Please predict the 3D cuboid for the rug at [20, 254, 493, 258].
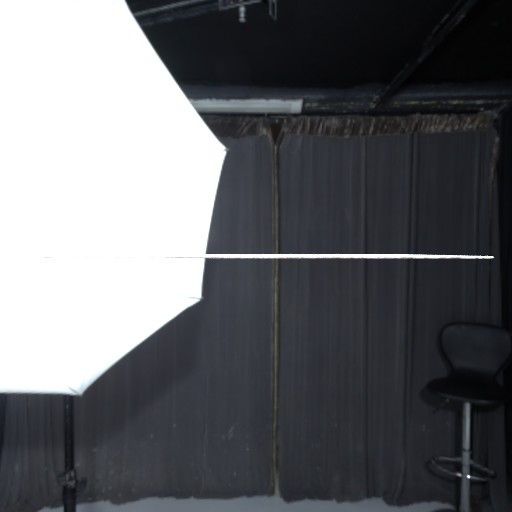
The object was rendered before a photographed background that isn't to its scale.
[{"bbox_3d":[0.000,0.000,3.031,2.440,0.010,1.528,0,1,0],"label":"rug"}]
